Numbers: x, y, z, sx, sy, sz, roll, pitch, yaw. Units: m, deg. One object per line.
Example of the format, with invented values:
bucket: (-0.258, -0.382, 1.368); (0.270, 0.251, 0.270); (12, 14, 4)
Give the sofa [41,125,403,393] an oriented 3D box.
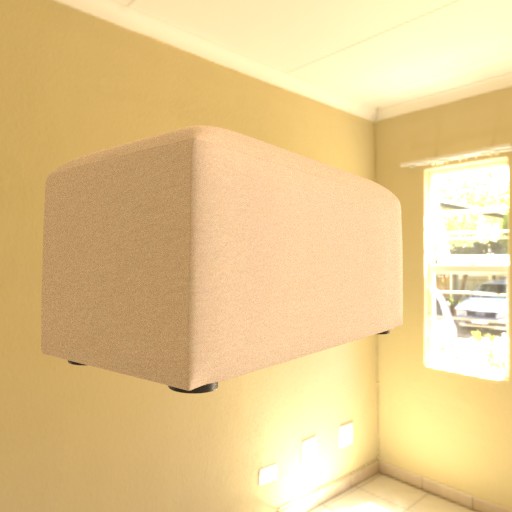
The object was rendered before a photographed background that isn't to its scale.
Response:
sofa: (0.000, 0.000, 1.182); (0.480, 0.470, 0.930); (-1, -1, 38)
